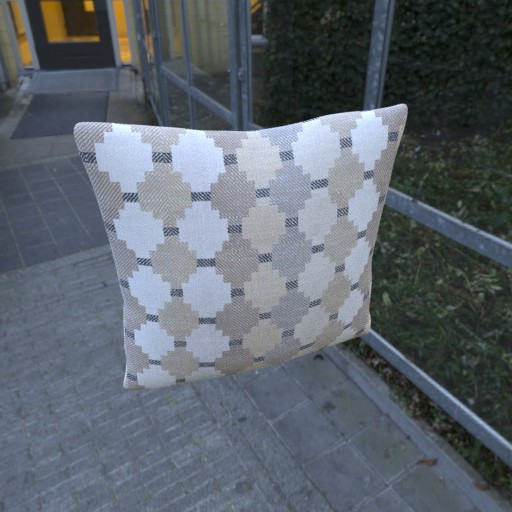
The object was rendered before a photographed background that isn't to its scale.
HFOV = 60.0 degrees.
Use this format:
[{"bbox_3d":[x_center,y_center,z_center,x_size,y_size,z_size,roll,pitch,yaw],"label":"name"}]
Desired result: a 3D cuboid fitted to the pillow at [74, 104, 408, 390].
[{"bbox_3d":[0.000,0.000,0.855,0.578,0.558,0.192,-10,33,-16],"label":"pillow"}]
